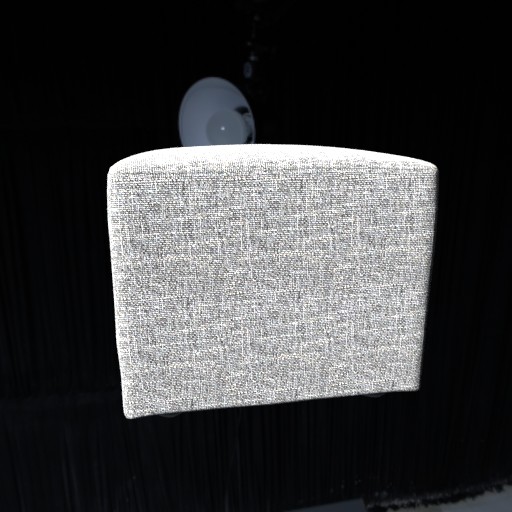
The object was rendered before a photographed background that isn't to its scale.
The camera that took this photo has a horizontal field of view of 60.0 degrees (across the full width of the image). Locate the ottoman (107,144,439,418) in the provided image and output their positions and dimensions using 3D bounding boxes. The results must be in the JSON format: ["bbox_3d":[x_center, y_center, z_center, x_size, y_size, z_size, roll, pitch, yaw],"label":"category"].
[{"bbox_3d":[0.000,0.000,0.928,0.512,0.453,0.521,-2,15,-9],"label":"ottoman"}]
